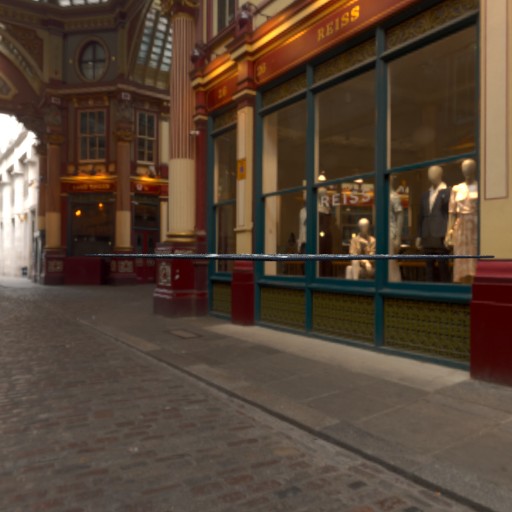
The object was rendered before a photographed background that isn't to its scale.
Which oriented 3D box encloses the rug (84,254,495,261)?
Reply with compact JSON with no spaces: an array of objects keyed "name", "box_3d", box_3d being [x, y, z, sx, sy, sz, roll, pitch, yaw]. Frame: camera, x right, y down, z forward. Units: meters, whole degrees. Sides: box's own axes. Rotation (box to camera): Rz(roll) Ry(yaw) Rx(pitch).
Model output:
[{"name":"rug","box_3d":[0.000,0.000,2.846,1.528,0.014,2.294,0,1,-36]}]
